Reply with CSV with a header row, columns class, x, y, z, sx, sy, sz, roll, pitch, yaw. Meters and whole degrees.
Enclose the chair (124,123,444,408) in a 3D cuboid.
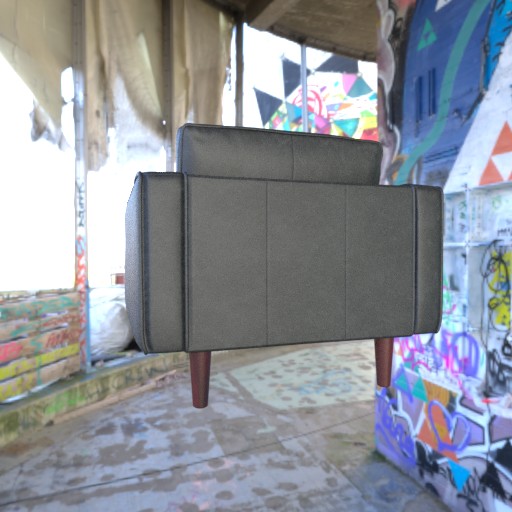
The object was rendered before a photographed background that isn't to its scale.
class,x,y,z,sx,sy,sz,roll,pitch,yaw
chair,0.000,0.000,1.584,0.889,0.763,0.914,0,1,-18
